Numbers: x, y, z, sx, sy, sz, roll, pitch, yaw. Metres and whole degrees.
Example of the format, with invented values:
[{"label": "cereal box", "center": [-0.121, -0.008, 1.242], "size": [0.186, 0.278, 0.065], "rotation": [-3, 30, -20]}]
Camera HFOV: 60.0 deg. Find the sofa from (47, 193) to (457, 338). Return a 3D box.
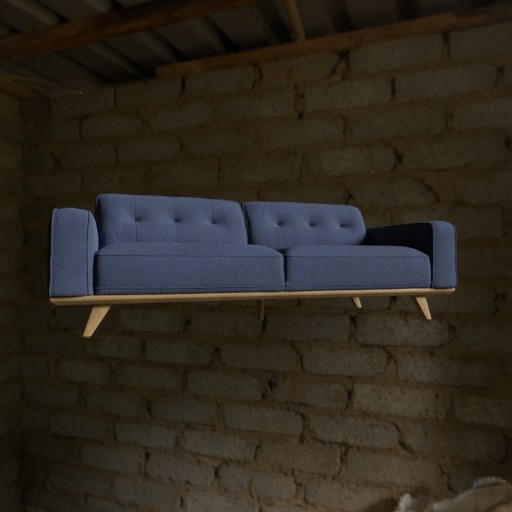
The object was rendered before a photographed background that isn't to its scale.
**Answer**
[{"label": "sofa", "center": [0.000, 0.000, 2.741], "size": [2.270, 0.782, 0.953], "rotation": [0, -1, -19]}]
